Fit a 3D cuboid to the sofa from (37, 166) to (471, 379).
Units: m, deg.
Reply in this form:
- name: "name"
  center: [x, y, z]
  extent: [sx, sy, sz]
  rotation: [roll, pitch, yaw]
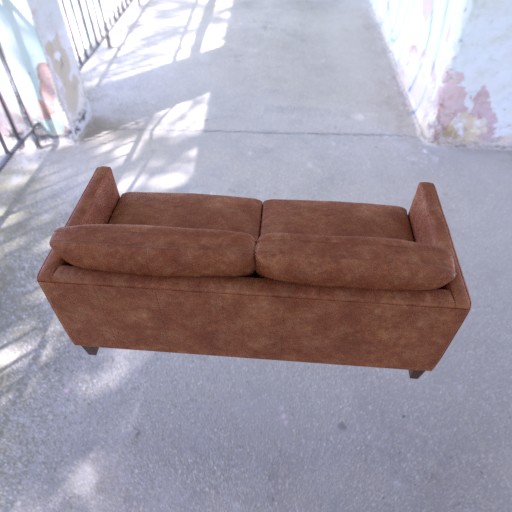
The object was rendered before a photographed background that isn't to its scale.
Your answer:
- name: "sofa"
  center: [0.000, 0.000, 2.447]
  extent: [1.971, 0.863, 0.923]
  rotation: [3, 47, 3]
